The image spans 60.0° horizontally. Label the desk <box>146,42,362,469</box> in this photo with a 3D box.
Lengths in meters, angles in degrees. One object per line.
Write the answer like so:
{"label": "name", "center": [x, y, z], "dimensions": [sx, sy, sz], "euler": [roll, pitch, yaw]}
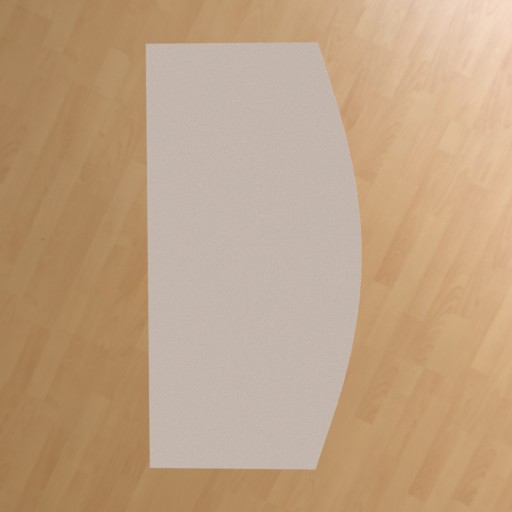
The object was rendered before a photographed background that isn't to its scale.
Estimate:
{"label": "desk", "center": [0.000, 0.000, 2.037], "dimensions": [0.802, 0.750, 1.600], "euler": [0, 92, 1]}
